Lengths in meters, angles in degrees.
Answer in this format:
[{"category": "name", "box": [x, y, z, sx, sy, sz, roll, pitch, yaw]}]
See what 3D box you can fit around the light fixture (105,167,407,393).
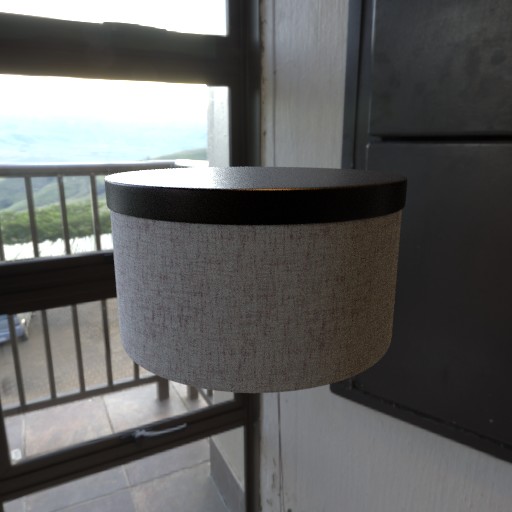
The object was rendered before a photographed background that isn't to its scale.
[{"category": "light fixture", "box": [0.000, 0.000, 0.628, 0.389, 0.229, 0.389, 0, 14, 0]}]
